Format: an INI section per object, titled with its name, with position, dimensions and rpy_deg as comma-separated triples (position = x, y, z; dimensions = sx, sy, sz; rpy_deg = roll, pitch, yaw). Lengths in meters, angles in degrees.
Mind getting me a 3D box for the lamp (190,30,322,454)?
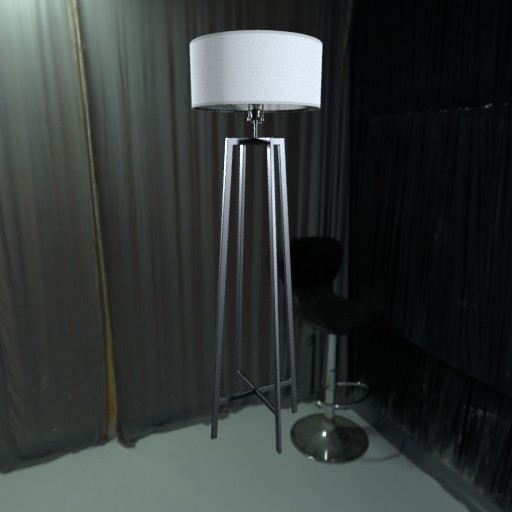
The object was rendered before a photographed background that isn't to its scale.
[lamp]
position = 0.000, 0.000, 1.734
dimensions = 0.457, 1.510, 0.456
rpy_deg = -7, 16, -26
